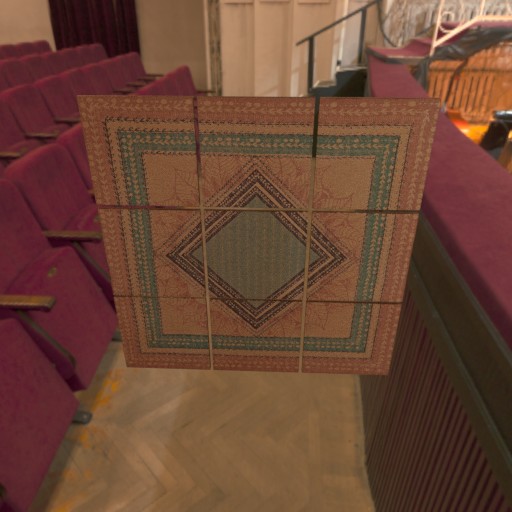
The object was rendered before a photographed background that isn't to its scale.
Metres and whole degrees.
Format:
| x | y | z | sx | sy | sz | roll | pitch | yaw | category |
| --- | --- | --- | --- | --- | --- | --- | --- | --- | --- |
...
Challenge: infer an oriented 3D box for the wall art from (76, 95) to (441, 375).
| x | y | z | sx | sy | sz | roll | pitch | yaw | category |
| --- | --- | --- | --- | --- | --- | --- | --- | --- | --- |
| 0.000 | 0.000 | 1.336 | 0.915 | 0.914 | 0.013 | 1 | 29 | 2 | wall art |
